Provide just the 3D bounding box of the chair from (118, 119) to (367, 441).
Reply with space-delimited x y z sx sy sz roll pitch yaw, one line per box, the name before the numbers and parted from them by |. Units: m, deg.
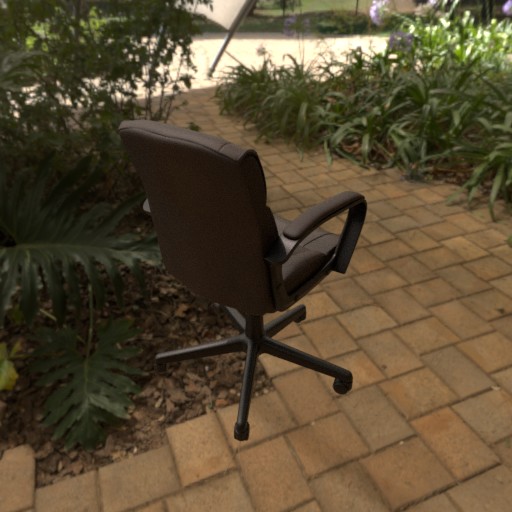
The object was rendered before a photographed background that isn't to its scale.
chair | 0.000 0.000 1.516 0.739 1.004 0.717 22 37 33
